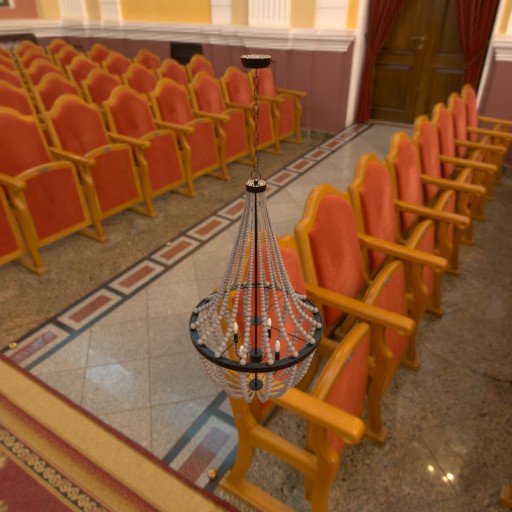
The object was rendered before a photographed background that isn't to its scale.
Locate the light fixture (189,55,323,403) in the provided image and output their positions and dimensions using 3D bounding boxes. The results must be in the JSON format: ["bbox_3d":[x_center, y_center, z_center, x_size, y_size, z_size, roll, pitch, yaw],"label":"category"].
[{"bbox_3d":[0.000,0.000,1.373,0.450,1.133,0.450,0,30,0],"label":"light fixture"}]
